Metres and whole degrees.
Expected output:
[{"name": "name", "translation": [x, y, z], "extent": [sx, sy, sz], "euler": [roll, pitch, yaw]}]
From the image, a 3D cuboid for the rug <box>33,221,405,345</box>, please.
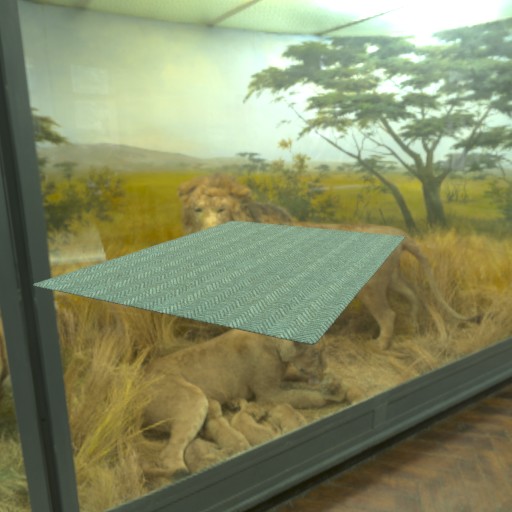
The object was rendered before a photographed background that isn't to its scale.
[{"name": "rug", "translation": [0.000, 0.000, 5.380], "extent": [2.894, 0.011, 3.957], "euler": [7, 16, 26]}]
